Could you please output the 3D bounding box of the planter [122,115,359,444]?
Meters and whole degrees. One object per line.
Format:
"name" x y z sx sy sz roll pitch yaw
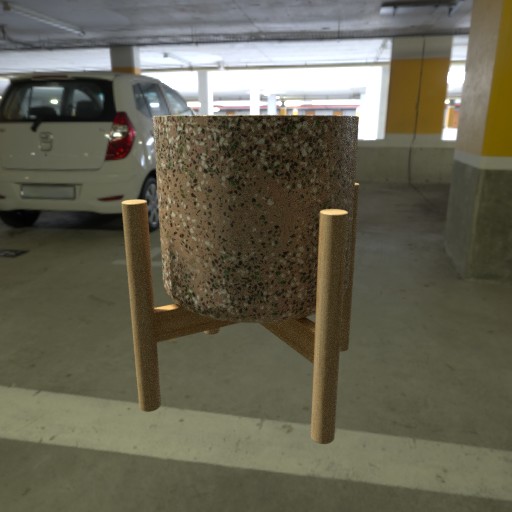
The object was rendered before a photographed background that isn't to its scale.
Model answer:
"planter" 0.000 0.000 0.534 0.284 0.320 0.284 -2 17 -7
